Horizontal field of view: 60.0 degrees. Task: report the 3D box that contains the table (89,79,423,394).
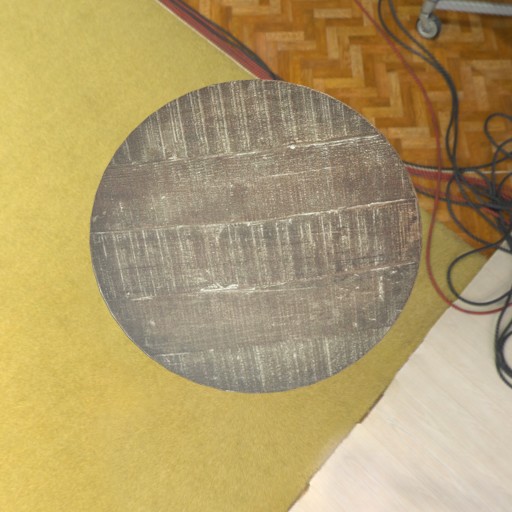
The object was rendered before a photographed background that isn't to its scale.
[{"bbox_3d":[0.000,0.000,0.954,0.557,0.437,0.557,0,74,0],"label":"table"}]
